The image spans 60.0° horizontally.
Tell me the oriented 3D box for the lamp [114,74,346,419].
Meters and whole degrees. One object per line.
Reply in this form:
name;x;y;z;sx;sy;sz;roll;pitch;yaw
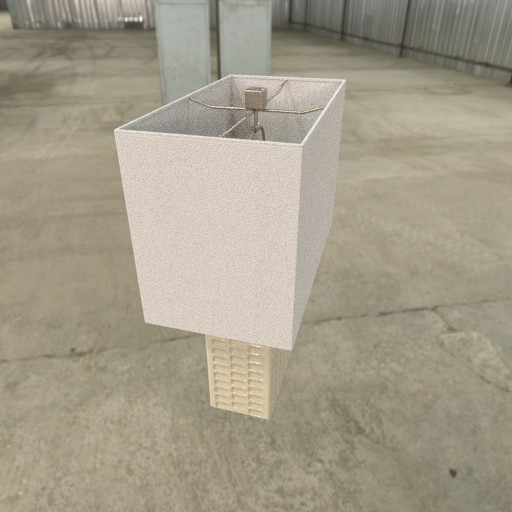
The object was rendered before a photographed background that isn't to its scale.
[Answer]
lamp;0.000;0.000;0.717;0.200;0.515;0.380;8;32;14
